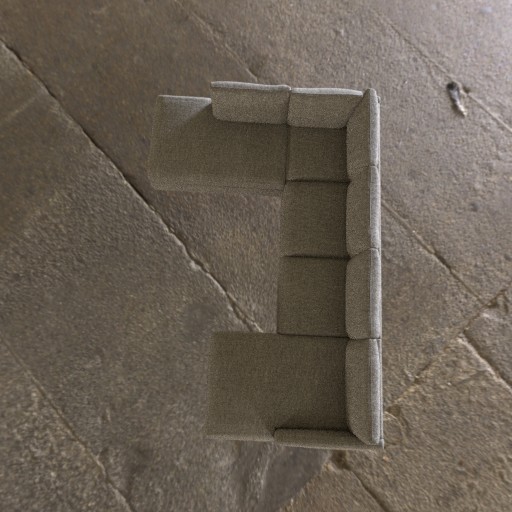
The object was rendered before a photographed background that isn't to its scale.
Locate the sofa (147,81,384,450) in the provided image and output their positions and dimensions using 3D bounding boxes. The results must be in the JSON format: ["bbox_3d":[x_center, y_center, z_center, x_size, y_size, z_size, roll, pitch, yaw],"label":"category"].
[{"bbox_3d":[0.000,0.000,3.471,1.879,0.756,2.737,3,77,1],"label":"sofa"}]
